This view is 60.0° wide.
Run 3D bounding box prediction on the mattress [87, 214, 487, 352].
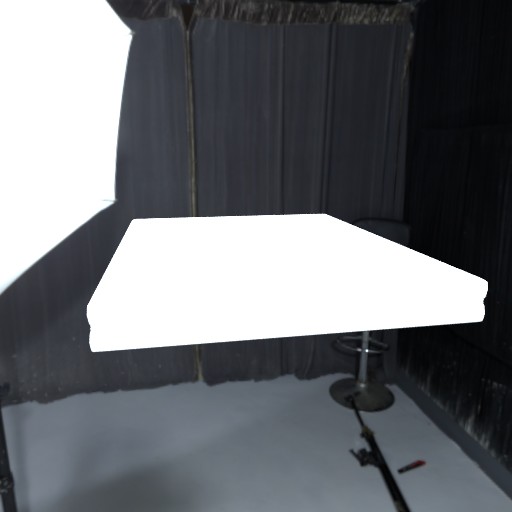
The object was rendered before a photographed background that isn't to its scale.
[{"bbox_3d":[0.000,0.000,2.678,1.600,0.200,2.000,-3,14,-10],"label":"mattress"}]
